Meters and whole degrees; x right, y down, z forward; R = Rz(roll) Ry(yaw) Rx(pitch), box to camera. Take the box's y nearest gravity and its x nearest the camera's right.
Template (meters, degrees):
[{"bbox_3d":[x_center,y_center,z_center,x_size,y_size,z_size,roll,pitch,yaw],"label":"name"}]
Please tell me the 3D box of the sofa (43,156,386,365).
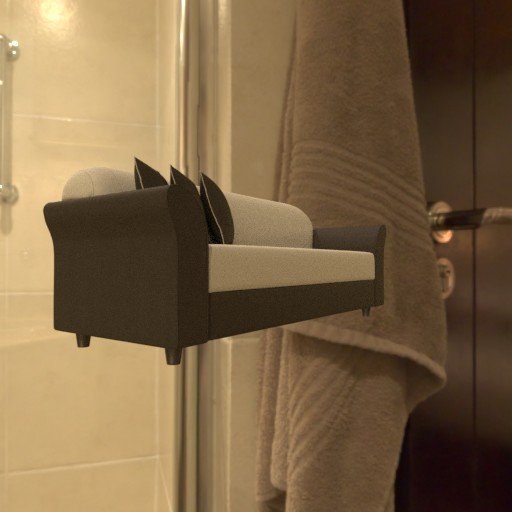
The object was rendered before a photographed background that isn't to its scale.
[{"bbox_3d":[0.000,0.000,2.437,0.755,0.787,2.001,-1,-1,36],"label":"sofa"}]
